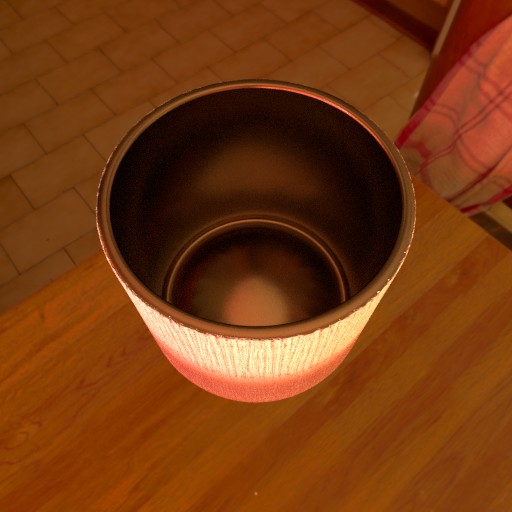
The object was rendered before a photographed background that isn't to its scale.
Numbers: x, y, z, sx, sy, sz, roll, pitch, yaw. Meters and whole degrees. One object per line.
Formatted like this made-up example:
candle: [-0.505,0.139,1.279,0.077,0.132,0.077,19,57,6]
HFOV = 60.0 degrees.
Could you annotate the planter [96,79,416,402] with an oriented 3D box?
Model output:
planter: [0.000,0.000,0.391,0.221,0.201,0.221,0,62,0]
